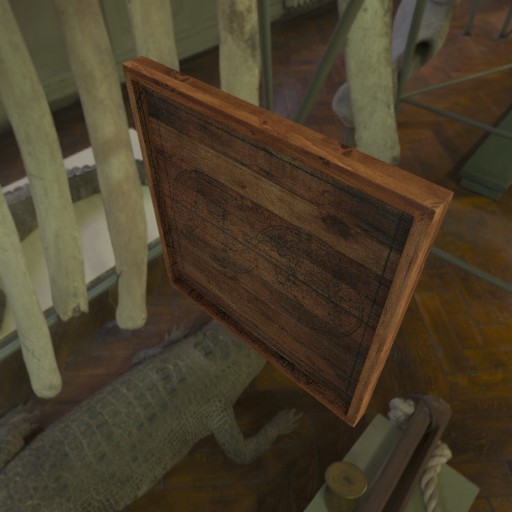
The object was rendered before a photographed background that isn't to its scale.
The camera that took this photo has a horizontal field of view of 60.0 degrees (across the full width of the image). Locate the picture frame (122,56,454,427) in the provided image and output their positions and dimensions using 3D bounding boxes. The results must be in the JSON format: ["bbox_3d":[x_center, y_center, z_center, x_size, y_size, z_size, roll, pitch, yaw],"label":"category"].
[{"bbox_3d":[0.000,0.000,0.515,0.352,0.356,0.028,33,55,28],"label":"picture frame"}]
